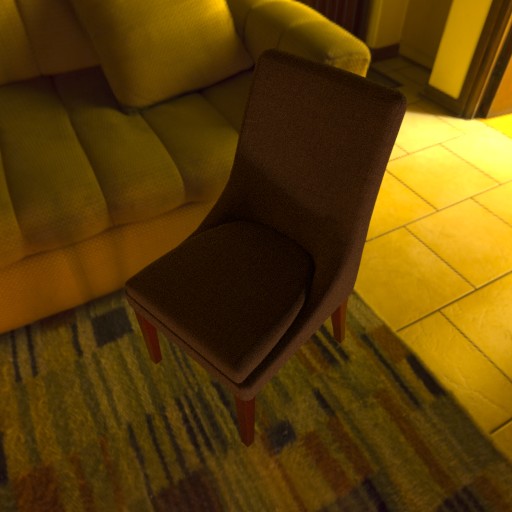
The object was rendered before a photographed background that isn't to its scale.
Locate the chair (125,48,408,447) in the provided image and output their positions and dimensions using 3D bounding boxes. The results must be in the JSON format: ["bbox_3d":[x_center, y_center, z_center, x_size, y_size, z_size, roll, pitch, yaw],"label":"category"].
[{"bbox_3d":[0.000,0.000,1.343,0.508,0.952,0.655,32,54,27],"label":"chair"}]
